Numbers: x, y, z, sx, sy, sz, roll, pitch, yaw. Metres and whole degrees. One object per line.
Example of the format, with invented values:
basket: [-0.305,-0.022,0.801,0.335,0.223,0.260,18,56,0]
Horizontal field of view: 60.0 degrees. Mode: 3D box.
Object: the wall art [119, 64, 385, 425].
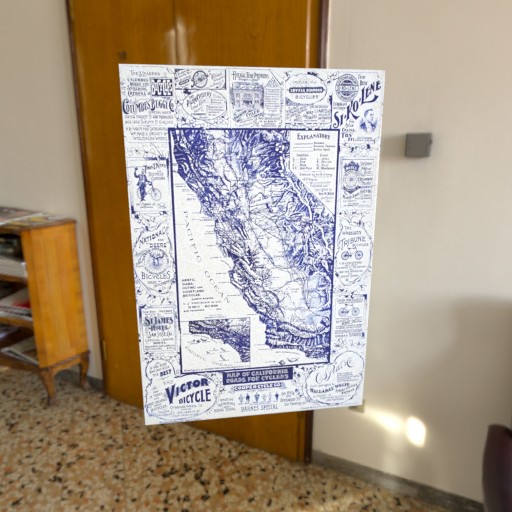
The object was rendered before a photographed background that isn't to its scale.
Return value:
wall art: [0.000,0.000,0.765,0.408,0.601,0.040,-2,15,-8]
